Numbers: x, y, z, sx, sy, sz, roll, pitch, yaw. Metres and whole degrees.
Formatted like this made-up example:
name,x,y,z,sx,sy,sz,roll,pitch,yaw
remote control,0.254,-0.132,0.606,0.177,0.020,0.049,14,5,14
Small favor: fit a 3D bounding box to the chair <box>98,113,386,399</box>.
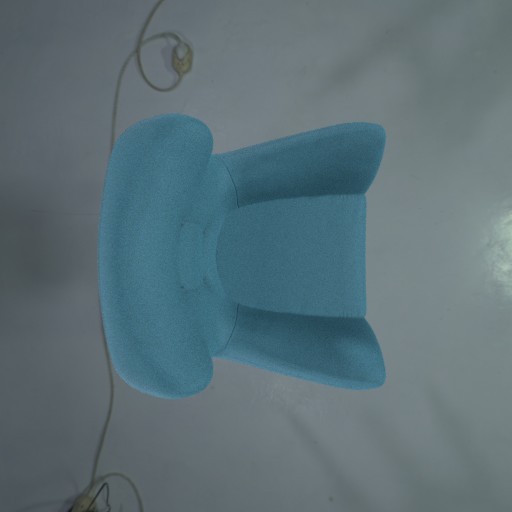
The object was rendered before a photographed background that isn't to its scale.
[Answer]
name,x,y,z,sx,sy,sz,roll,pitch,yaw
chair,0.000,0.000,1.627,0.889,0.889,0.890,0,90,0
